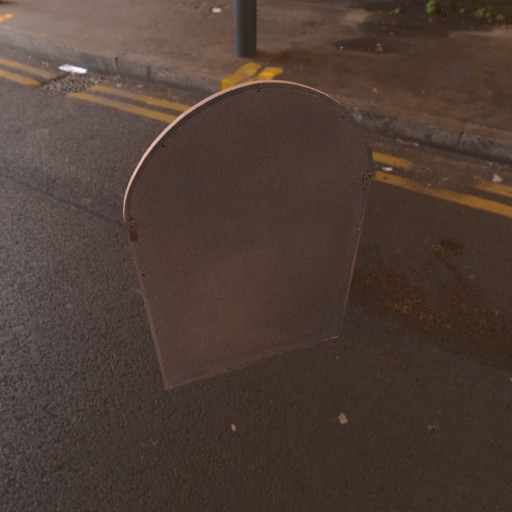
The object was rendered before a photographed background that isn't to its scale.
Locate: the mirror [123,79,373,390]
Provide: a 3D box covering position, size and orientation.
[{"bbox_3d":[0.000,0.000,1.168,0.609,0.915,0.032,-13,43,-15],"label":"mirror"}]
